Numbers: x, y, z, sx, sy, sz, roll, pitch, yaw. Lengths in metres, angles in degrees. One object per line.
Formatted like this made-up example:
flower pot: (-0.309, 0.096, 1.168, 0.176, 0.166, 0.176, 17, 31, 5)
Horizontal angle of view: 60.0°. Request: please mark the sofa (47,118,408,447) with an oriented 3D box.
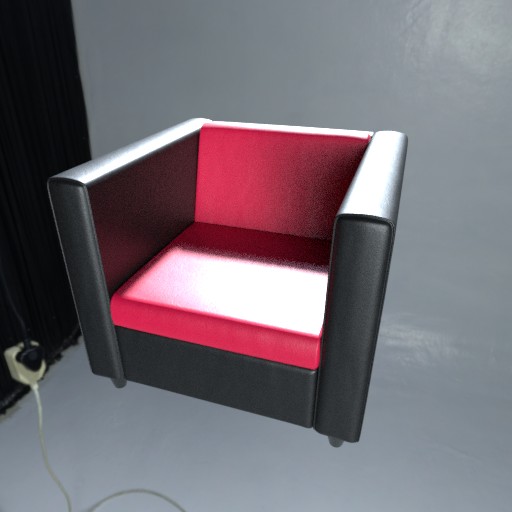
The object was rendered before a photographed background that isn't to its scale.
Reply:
sofa: (0.000, 0.000, 1.458, 0.839, 0.724, 0.809, 9, 29, 16)
